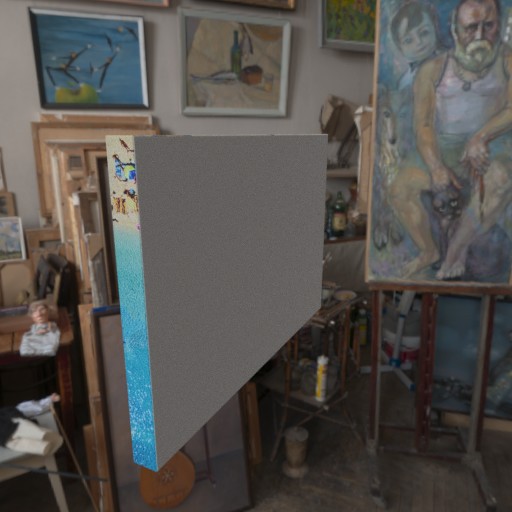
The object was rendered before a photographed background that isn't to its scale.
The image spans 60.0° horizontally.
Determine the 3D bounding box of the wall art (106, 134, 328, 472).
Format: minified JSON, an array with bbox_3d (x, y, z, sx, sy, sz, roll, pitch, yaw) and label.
[{"bbox_3d":[0.000,0.000,0.767,0.039,0.406,0.609,8,17,26],"label":"wall art"}]
